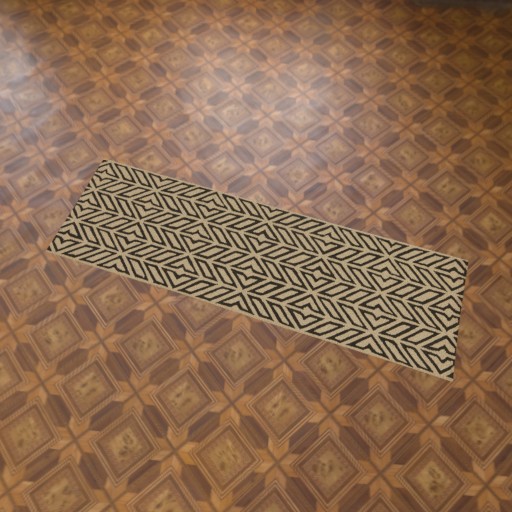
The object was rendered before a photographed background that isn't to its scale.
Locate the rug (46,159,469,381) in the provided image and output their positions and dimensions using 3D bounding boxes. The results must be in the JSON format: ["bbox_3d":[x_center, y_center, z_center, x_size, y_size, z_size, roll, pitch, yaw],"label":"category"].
[{"bbox_3d":[0.000,0.000,2.670,2.435,0.009,0.750,17,64,8],"label":"rug"}]
